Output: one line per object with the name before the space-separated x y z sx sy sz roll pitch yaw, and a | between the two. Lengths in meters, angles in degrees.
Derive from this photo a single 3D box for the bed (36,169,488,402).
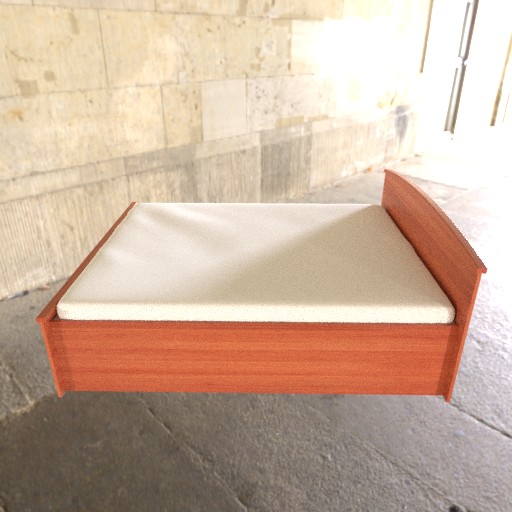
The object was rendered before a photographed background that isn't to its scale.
bed | 0.000 0.000 2.863 2.053 0.848 1.683 0 26 1
